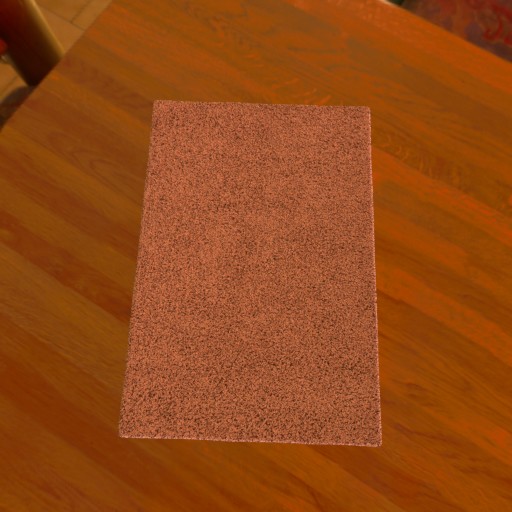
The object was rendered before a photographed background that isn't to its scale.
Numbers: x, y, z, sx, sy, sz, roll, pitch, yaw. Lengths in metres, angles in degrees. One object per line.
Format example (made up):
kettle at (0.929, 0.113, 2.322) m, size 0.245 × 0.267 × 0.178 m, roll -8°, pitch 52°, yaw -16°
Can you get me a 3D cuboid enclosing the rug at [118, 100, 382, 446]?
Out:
rug at (0.000, 0.000, 2.276) m, size 1.219 × 0.030 × 1.778 m, roll 2°, pitch 75°, yaw 1°
